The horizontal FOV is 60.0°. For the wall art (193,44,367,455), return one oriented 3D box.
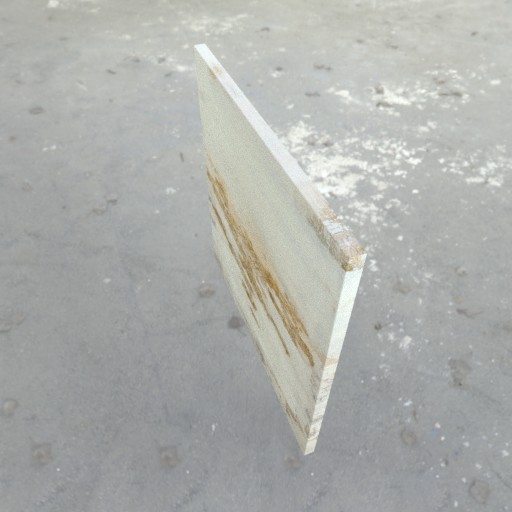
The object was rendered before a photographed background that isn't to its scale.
[{"bbox_3d":[0.000,0.000,1.501,0.040,1.018,1.015,-16,49,-14],"label":"wall art"}]
